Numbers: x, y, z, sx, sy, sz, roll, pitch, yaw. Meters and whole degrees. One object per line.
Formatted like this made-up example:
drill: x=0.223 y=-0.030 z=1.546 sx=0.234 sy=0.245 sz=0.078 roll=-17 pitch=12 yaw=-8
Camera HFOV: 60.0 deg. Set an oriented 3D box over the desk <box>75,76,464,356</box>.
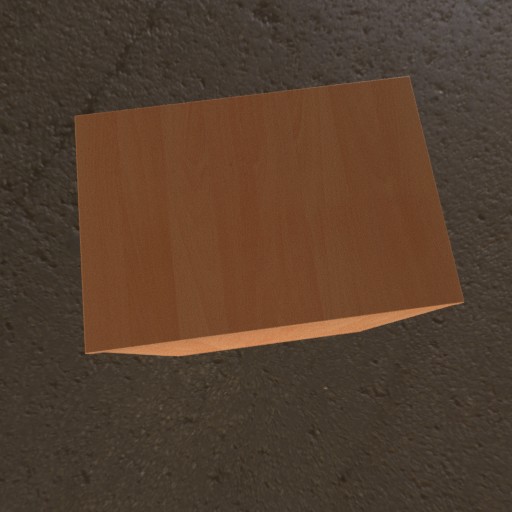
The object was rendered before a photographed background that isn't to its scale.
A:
desk: x=0.000 y=0.000 z=1.081 sx=0.600 sy=0.730 sz=0.404 roll=-7 pitch=77 yaw=-2
